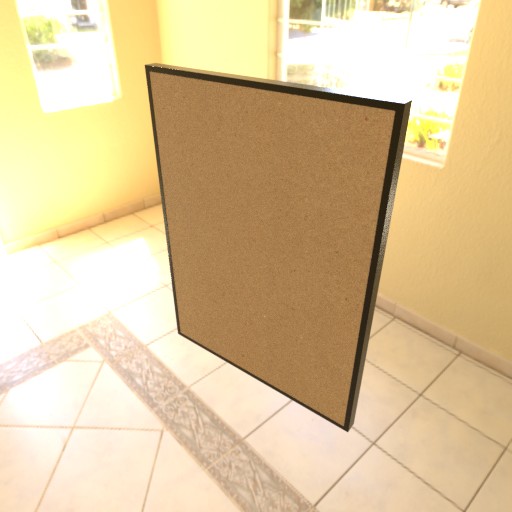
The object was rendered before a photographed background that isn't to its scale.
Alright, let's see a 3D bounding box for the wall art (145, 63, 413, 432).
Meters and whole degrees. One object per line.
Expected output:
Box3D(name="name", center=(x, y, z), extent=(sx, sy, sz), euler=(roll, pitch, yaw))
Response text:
Box3D(name="wall art", center=(0.000, 0.000, 1.390), extent=(0.788, 1.046, 0.043), euler=(22, 38, 31))
